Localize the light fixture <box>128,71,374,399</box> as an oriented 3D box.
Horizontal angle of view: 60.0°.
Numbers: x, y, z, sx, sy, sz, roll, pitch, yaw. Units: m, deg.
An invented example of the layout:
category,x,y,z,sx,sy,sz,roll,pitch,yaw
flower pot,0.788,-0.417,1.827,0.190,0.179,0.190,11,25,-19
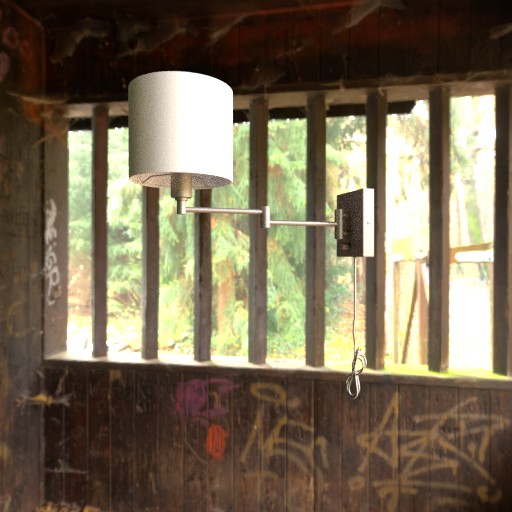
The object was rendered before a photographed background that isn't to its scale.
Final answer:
category,x,y,z,sx,sy,sz,roll,pitch,yaw
light fixture,0.000,0.000,0.933,0.516,0.651,0.203,0,0,-19
